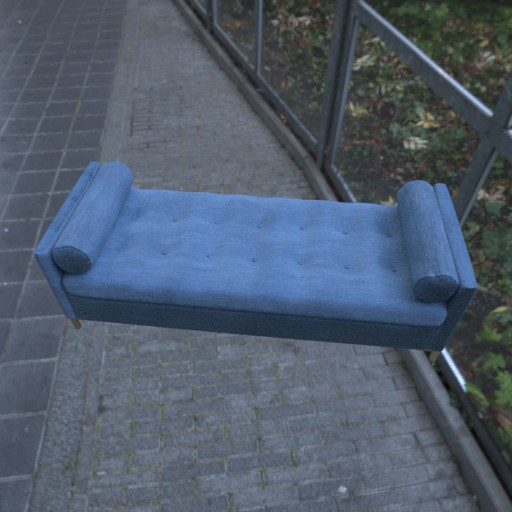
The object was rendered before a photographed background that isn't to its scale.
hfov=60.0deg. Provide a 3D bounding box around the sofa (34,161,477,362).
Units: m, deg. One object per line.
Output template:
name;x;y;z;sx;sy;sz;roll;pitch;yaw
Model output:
sofa;0.000;0.000;2.517;2.102;0.705;0.796;4;47;4
